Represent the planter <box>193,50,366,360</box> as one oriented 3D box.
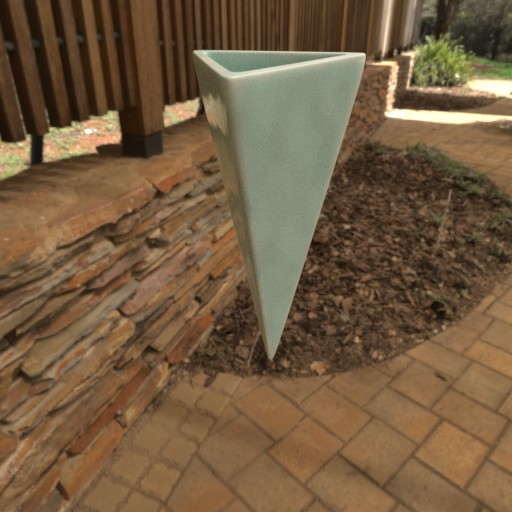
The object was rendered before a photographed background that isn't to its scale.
[{"bbox_3d":[0.000,0.000,0.215,0.080,0.178,0.064,8,29,15],"label":"planter"}]
